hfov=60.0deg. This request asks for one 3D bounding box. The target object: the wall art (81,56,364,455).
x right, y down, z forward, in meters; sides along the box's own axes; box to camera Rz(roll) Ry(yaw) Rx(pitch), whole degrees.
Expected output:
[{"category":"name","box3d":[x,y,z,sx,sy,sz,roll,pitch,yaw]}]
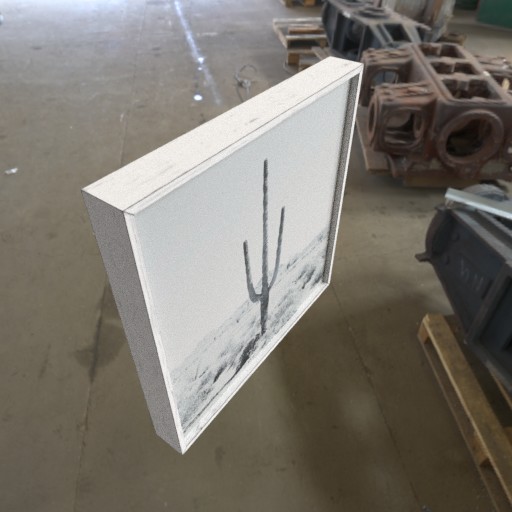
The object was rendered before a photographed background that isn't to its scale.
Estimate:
[{"category":"wall art","box3d":[0.000,0.000,0.451,0.038,0.305,0.305,26,48,26]}]
